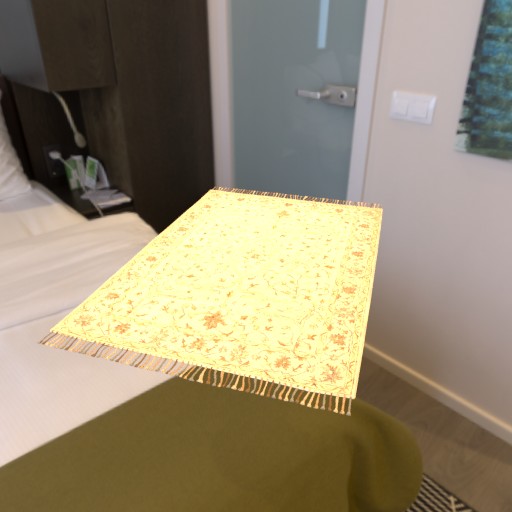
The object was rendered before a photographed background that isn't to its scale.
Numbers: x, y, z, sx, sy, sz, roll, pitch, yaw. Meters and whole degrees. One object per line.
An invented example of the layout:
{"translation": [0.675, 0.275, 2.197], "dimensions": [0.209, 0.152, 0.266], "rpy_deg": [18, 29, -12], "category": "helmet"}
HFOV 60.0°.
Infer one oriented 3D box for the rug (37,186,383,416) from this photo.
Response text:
{"translation": [0.000, 0.000, 2.337], "dimensions": [1.218, 0.017, 1.861], "rpy_deg": [8, 30, 15], "category": "rug"}
